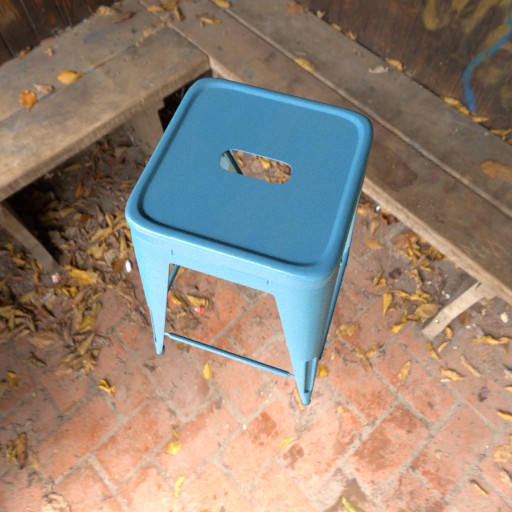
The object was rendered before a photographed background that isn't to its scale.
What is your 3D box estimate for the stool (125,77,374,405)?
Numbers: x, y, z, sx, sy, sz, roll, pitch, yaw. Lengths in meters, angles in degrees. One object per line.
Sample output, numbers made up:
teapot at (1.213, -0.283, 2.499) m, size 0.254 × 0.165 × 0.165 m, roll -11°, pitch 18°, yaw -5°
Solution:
stool at (0.000, 0.000, 0.919) m, size 0.410 × 0.608 × 0.410 m, roll 17°, pitch 65°, yaw 8°
